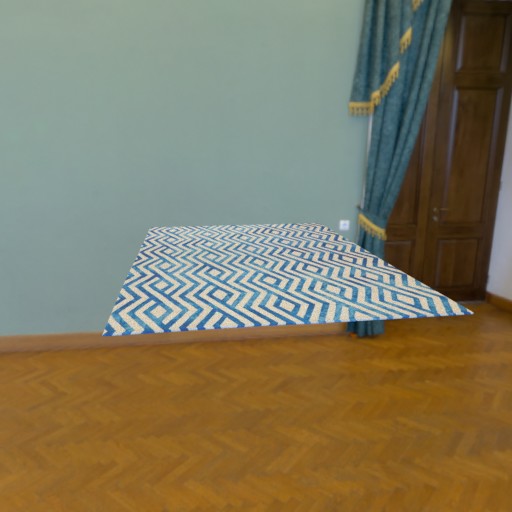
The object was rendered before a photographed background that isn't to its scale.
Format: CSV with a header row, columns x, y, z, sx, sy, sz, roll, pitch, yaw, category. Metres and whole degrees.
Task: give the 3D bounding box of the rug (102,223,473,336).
x,y,z,sx,sy,sz,roll,pitch,yaw,category
0.000,0.000,2.301,1.225,0.008,1.830,-2,14,-8,rug
